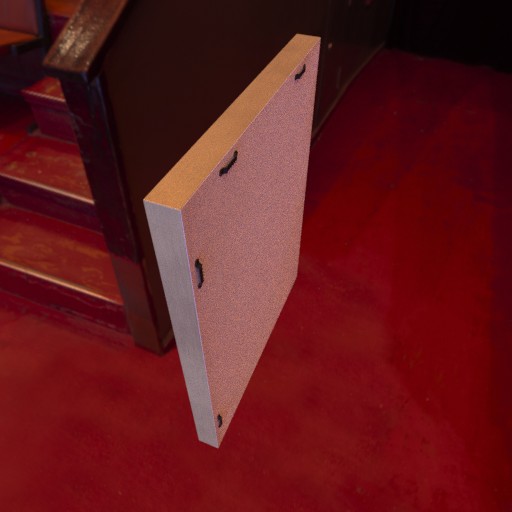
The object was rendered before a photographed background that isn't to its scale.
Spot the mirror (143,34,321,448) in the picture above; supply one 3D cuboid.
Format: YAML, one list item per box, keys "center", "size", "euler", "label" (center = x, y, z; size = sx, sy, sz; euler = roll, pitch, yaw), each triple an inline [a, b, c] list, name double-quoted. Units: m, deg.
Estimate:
- center: [0.000, 0.000, 0.680]
  size: [0.041, 0.509, 0.406]
  euler: [16, 48, 15]
  label: "mirror"
